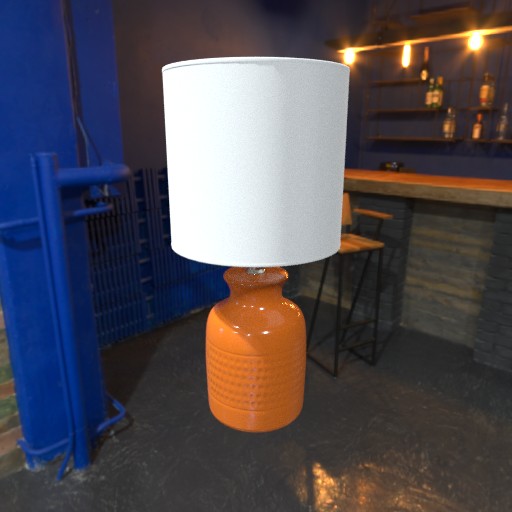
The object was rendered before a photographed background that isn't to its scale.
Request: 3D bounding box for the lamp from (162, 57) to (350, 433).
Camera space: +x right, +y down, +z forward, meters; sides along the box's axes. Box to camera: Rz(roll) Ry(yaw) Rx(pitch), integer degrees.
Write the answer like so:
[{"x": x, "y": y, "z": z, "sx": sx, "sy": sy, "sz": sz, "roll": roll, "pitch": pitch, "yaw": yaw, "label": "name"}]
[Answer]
[{"x": 0.000, "y": 0.000, "z": 1.125, "sx": 0.418, "sy": 0.871, "sz": 0.418, "roll": -15, "pitch": 22, "yaw": -43, "label": "lamp"}]
